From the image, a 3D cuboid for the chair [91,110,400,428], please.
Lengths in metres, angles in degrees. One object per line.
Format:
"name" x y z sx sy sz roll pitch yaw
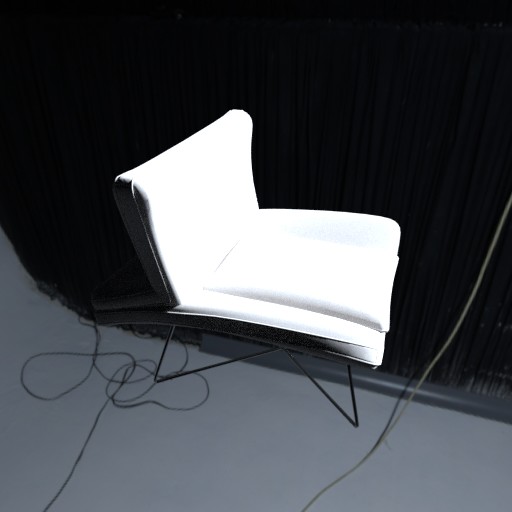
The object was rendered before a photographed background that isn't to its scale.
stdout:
"chair" 0.000 0.000 1.649 1.008 0.855 0.859 10 32 16
